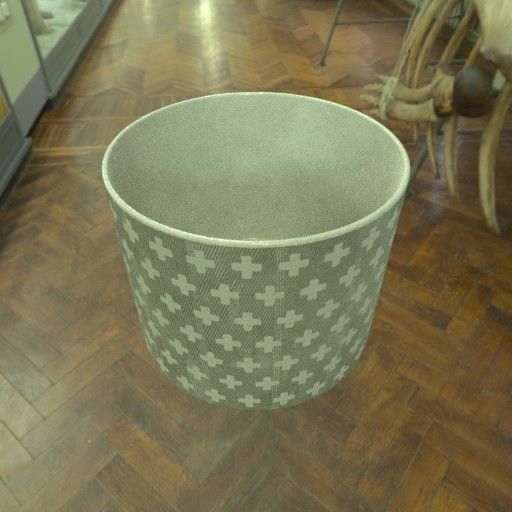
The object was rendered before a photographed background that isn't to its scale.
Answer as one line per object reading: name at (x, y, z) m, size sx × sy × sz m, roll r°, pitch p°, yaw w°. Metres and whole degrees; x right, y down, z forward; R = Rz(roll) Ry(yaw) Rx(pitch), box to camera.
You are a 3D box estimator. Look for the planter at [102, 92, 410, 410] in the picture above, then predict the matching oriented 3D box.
planter at (0.000, 0.000, 0.341) m, size 0.190 × 0.181 × 0.190 m, roll 0°, pitch 41°, yaw 0°
